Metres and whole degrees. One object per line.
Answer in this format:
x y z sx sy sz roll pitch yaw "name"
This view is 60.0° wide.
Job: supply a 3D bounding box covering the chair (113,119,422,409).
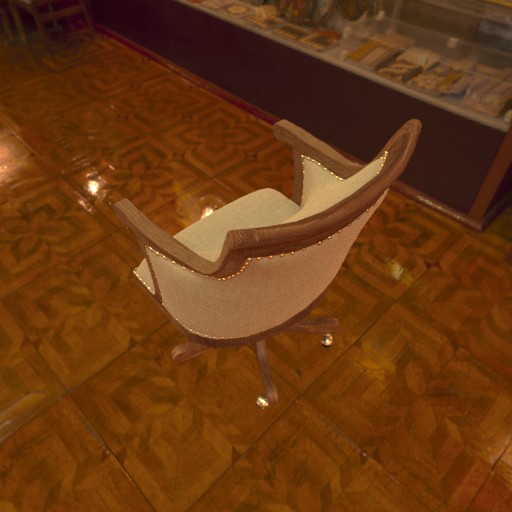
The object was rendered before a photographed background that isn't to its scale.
0.000 0.000 1.433 0.656 0.965 0.689 -34 56 -27 "chair"
